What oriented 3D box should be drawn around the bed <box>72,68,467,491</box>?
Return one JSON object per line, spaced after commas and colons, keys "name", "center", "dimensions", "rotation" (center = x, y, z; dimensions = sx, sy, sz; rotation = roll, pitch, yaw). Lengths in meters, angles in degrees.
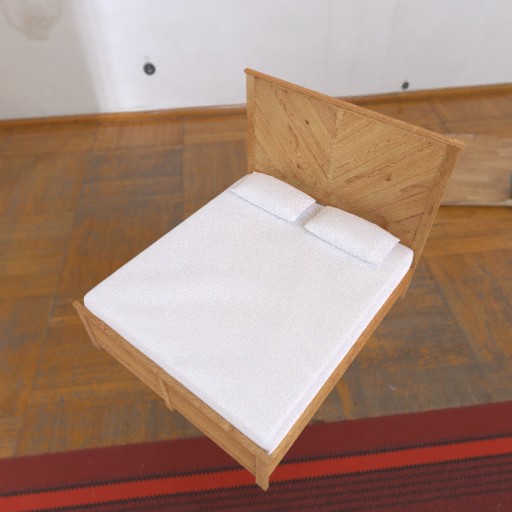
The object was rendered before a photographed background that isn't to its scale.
{"name": "bed", "center": [0.000, 0.000, 3.979], "dimensions": [2.225, 1.938, 2.530], "rotation": [30, 53, 25]}
